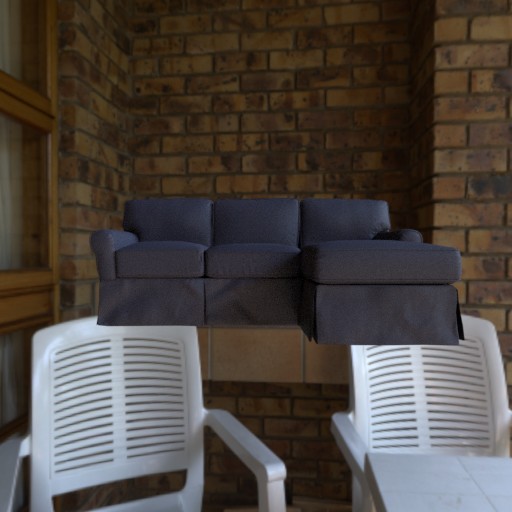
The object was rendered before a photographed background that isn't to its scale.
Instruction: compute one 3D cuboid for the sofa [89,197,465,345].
[{"bbox_3d":[0.000,0.000,3.386,2.518,1.039,1.637,0,1,0],"label":"sofa"}]
